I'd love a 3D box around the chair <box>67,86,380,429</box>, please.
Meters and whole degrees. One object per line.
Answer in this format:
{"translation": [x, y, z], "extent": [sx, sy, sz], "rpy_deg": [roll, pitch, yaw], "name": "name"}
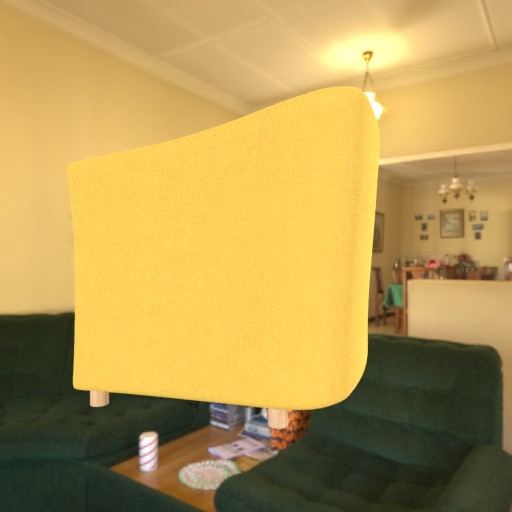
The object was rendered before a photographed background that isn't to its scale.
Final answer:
{"translation": [0.000, 0.000, 1.303], "extent": [0.700, 0.720, 0.790], "rpy_deg": [0, -1, 18], "name": "chair"}
